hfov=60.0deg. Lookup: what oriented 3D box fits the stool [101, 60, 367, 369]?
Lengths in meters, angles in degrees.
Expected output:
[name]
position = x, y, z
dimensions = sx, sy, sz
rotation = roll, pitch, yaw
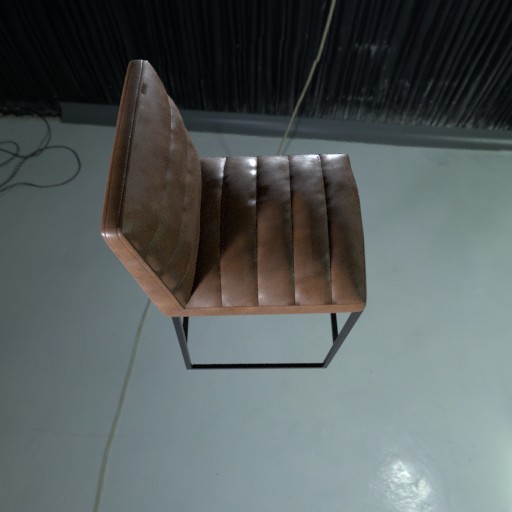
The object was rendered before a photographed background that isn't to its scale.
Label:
[stool]
position = 0.000, 0.000, 1.324
dimensions = 0.562, 1.065, 0.463
rotation = 0, 63, 0
